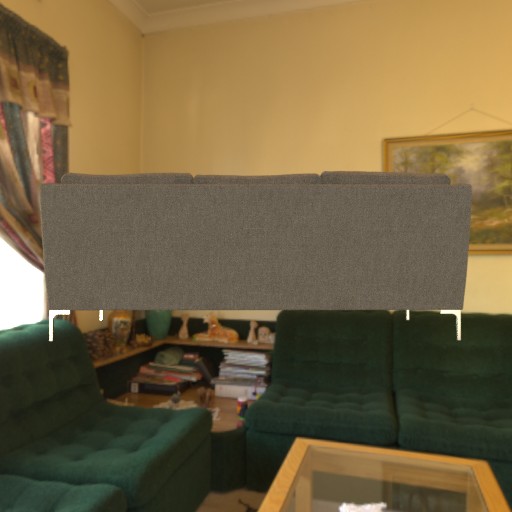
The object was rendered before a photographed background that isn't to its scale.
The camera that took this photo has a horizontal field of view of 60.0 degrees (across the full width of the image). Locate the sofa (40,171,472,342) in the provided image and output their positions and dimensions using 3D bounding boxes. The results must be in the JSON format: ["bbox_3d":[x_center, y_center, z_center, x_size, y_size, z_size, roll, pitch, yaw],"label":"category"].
[{"bbox_3d":[0.000,0.000,2.493,2.060,0.837,0.849,0,0,-1],"label":"sofa"}]
